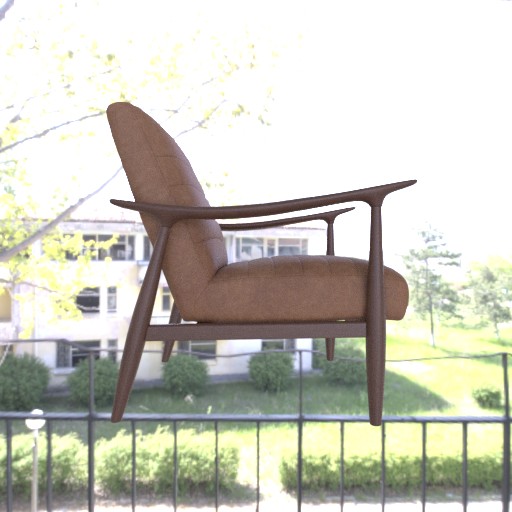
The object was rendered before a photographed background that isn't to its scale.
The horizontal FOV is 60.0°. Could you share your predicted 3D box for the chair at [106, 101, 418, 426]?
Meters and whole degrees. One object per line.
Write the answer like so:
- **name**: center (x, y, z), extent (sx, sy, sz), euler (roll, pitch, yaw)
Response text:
- **chair**: center (0.000, 0.000, 1.425), extent (0.798, 0.832, 0.741), euler (0, 1, 0)
